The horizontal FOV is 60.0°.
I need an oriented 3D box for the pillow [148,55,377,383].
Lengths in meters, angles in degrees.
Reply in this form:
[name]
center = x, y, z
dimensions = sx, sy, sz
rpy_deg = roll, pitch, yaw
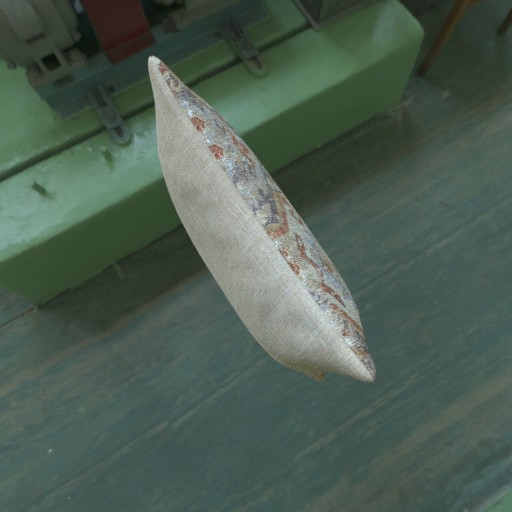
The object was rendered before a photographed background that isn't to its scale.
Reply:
[pillow]
center = 0.000, 0.000, 0.794
dimensions = 0.166, 0.506, 0.523
rpy_deg = -32, 77, -8
